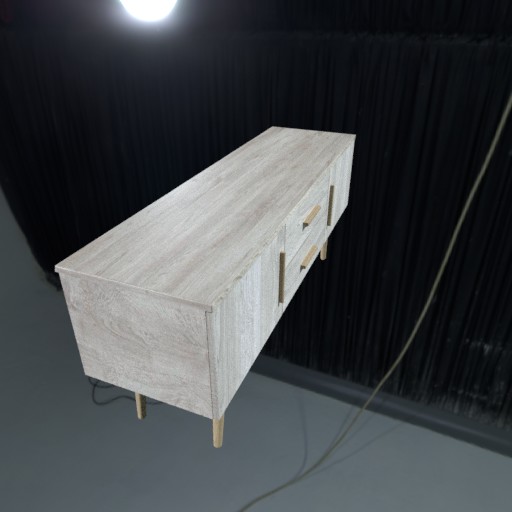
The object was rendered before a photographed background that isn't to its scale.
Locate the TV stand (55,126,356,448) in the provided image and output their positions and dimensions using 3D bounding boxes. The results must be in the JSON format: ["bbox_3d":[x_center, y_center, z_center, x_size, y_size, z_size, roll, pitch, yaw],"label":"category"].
[{"bbox_3d":[0.000,0.000,1.549,0.401,0.565,1.313,12,32,19],"label":"TV stand"}]
